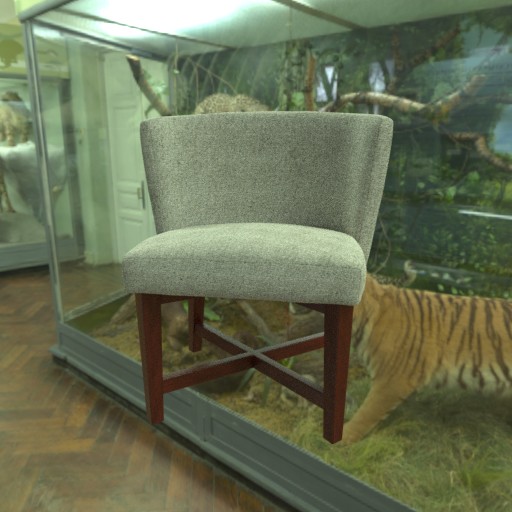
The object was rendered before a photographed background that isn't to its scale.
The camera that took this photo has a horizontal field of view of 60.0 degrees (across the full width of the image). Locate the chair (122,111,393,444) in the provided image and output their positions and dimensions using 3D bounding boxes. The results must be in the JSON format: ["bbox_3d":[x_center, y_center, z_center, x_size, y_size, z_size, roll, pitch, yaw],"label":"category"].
[{"bbox_3d":[0.000,0.000,1.273,0.728,0.827,0.575,2,14,9],"label":"chair"}]
